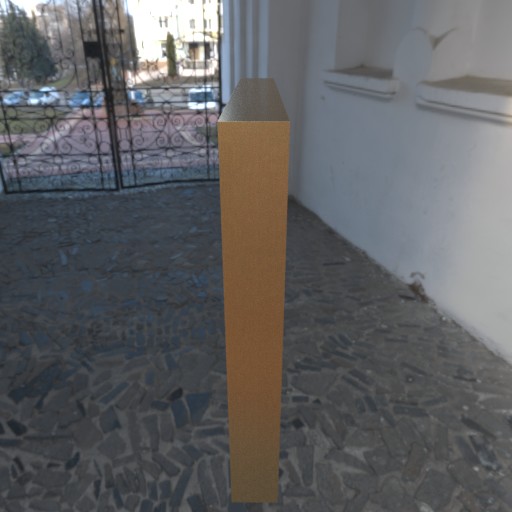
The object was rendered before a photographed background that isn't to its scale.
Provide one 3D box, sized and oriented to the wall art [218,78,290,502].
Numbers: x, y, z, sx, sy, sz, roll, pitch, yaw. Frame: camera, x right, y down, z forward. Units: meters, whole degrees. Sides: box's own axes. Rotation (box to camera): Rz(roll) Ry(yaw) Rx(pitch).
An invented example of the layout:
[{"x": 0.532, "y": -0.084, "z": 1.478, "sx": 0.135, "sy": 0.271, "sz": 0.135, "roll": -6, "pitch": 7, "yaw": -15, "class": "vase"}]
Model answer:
[{"x": 0.000, "y": 0.000, "z": 0.436, "sx": 0.038, "sy": 0.304, "sz": 0.304, "roll": 0, "pitch": 26, "yaw": 0, "class": "wall art"}]
